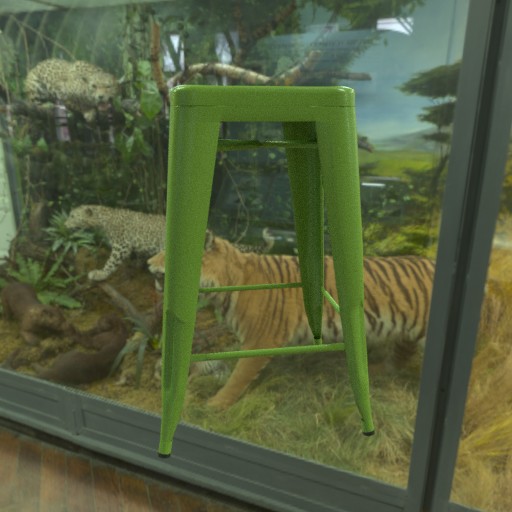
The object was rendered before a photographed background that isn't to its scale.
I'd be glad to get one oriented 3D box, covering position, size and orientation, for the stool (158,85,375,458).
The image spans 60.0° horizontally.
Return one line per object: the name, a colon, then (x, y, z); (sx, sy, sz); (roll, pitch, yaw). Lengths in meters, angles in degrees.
stool: (0.000, 0.000, 0.868); (0.398, 0.609, 0.358); (-3, 18, -8)
